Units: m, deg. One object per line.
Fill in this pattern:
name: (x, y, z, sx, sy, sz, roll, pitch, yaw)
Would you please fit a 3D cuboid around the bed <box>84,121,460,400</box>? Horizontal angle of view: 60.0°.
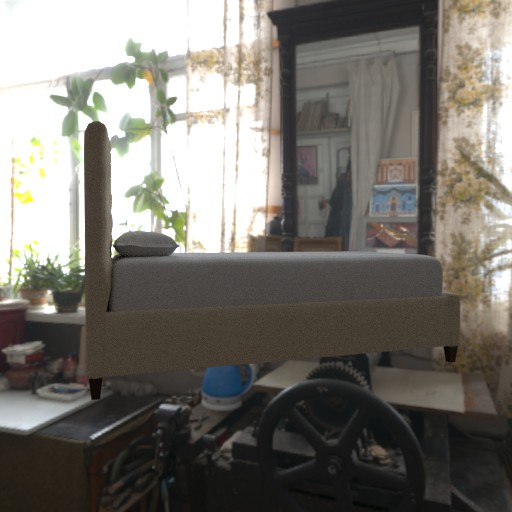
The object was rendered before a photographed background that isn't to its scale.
bed: (0.000, 0.000, 3.404, 2.387, 1.427, 1.698, 0, 1, -19)
